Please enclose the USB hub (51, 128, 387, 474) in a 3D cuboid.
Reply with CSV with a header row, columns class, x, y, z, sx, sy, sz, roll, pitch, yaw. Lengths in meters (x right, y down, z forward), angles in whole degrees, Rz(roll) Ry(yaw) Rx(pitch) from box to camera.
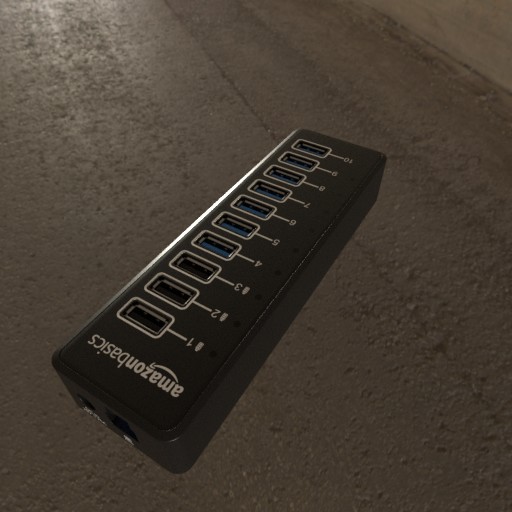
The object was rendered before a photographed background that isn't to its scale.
class,x,y,z,sx,sy,sz,roll,pitch,yaw
USB hub,0.000,0.000,0.161,0.044,0.023,0.145,24,50,22
